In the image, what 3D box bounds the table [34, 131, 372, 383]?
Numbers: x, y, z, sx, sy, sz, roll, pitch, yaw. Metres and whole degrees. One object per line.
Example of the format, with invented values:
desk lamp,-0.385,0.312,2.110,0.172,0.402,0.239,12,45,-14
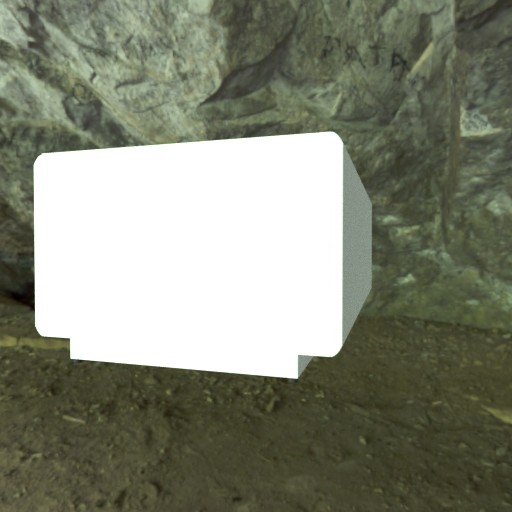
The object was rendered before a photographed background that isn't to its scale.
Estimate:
table,0.000,0.000,1.357,0.639,0.442,1.097,0,1,17
